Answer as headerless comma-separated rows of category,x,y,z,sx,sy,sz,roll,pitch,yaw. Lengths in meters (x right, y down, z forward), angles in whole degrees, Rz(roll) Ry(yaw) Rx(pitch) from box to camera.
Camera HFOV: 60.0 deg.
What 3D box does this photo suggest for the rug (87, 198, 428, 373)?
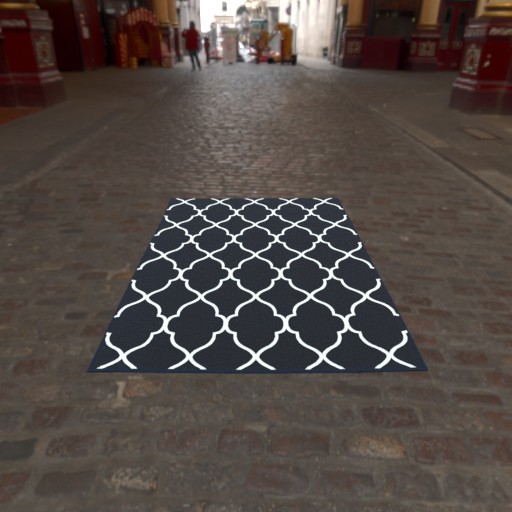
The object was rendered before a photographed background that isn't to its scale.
rug,0.000,0.000,2.981,1.528,0.014,2.294,0,27,-1
